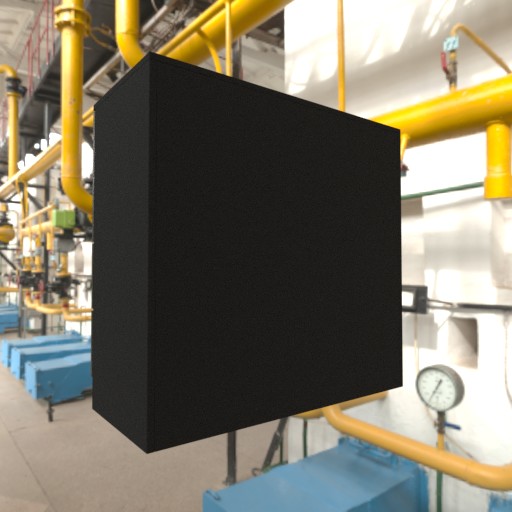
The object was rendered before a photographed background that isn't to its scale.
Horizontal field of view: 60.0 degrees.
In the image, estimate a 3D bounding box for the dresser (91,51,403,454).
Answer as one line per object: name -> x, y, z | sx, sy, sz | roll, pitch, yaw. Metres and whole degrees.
dresser -> 0.000, 0.000, 1.159 | 0.750, 0.720, 0.360 | 1, -2, -37
